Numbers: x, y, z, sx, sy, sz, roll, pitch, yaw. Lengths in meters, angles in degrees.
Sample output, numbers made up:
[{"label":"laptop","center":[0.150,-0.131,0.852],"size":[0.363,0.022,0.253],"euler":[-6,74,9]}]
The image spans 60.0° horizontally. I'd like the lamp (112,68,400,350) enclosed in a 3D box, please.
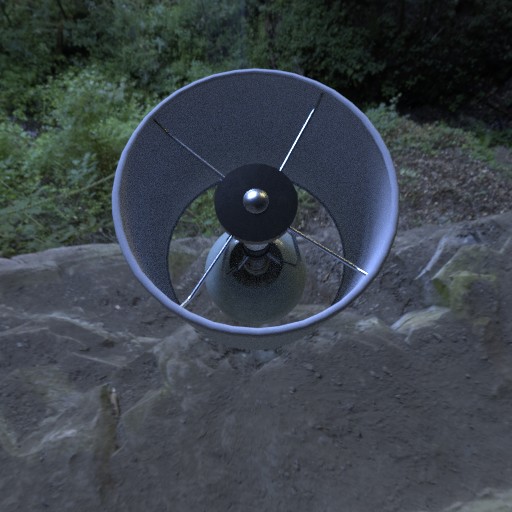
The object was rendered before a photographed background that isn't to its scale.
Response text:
[{"label":"lamp","center":[0.000,0.000,0.478],"size":[0.201,0.353,0.201],"euler":[7,75,2]}]
